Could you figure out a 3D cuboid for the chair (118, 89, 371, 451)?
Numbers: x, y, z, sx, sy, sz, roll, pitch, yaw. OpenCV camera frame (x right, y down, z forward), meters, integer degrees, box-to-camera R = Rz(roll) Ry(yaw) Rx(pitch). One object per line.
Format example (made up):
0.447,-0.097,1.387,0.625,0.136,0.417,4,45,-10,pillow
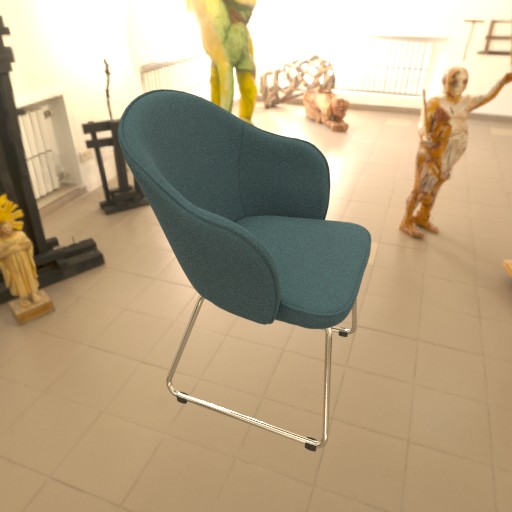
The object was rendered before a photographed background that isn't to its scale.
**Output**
0.000,0.000,1.210,0.585,0.815,0.570,11,34,17,chair
